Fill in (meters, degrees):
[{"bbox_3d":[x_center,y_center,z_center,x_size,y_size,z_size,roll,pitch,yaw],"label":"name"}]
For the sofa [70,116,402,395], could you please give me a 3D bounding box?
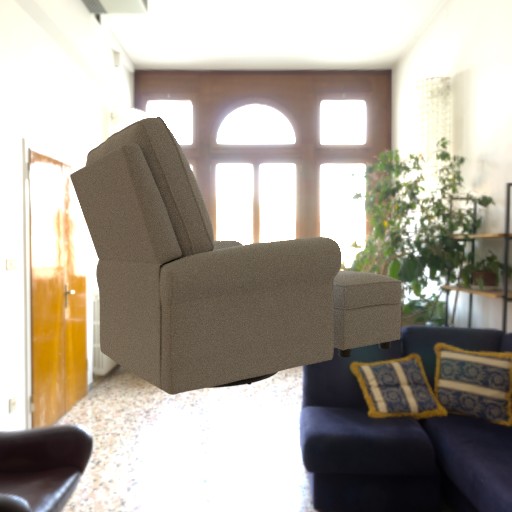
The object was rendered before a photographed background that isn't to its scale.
[{"bbox_3d":[0.000,0.000,2.056,1.478,0.959,0.880,-1,1,-36],"label":"sofa"}]
